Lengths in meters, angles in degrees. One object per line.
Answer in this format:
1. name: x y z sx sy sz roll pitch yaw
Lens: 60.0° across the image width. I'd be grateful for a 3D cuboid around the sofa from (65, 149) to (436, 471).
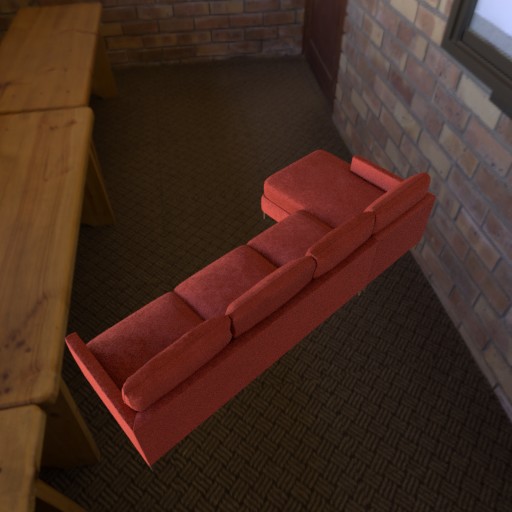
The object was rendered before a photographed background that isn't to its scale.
1. sofa: 0.000 0.000 4.002 3.400 0.967 1.500 -33 55 -28
